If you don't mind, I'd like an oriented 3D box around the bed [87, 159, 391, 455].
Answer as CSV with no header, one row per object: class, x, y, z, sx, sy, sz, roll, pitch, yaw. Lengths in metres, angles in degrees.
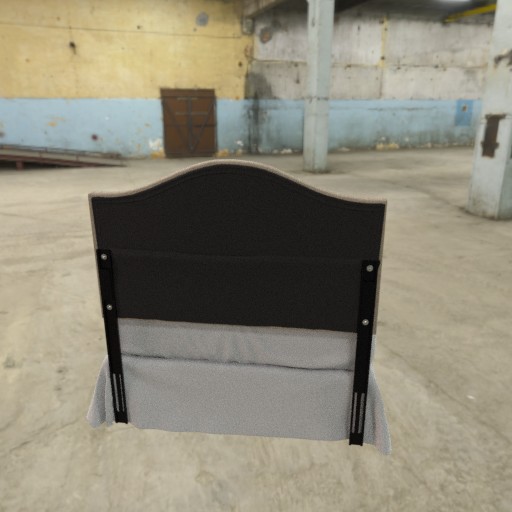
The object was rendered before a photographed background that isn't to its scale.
bed,0.000,0.000,3.444,1.876,1.645,2.221,2,17,7
